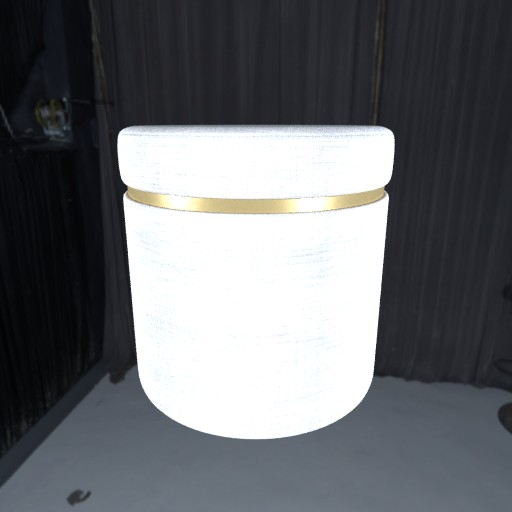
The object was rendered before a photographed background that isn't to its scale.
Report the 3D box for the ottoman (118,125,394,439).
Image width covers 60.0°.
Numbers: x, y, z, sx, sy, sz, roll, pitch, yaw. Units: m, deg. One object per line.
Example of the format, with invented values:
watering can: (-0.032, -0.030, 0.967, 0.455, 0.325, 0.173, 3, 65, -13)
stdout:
ottoman: (0.000, 0.000, 0.719, 0.400, 0.406, 0.400, 0, 17, 0)
